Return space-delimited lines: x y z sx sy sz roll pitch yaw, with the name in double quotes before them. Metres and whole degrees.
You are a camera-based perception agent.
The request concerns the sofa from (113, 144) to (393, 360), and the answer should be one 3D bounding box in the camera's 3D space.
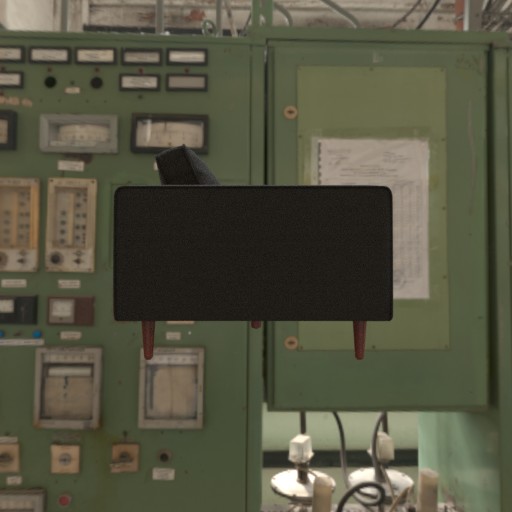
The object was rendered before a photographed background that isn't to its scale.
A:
"sofa" 0.000 0.000 2.324 0.914 0.759 1.875 0 -1 0
